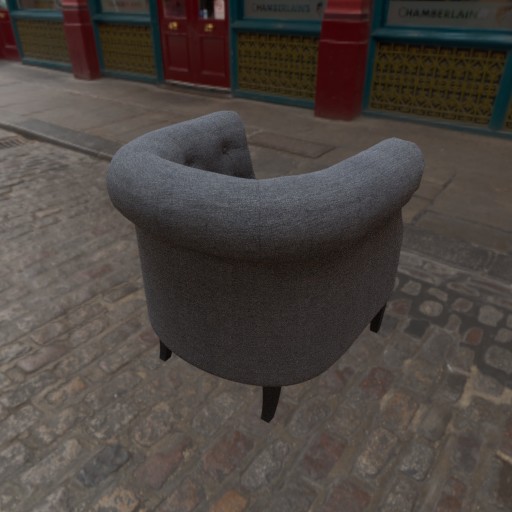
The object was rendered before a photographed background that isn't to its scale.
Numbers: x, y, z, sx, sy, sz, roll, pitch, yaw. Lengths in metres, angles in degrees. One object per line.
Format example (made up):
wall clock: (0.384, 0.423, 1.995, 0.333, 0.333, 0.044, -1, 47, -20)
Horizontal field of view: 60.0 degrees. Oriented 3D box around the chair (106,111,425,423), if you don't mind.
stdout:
chair: (0.000, 0.000, 1.571, 0.905, 0.827, 0.852, 20, 36, 31)
